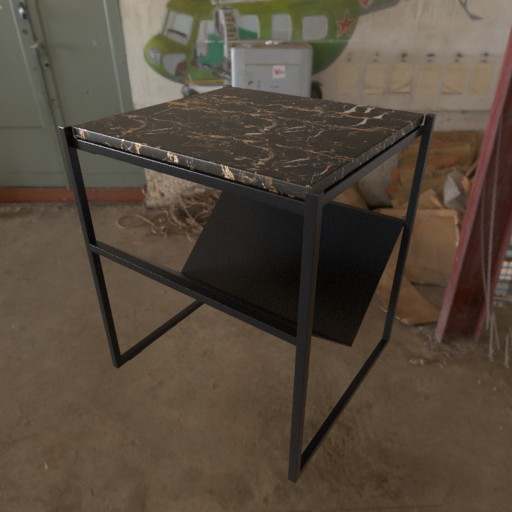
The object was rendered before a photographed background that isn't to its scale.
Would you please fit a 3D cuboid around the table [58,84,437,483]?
[{"bbox_3d":[0.000,0.000,0.879,0.469,0.534,0.432,20,37,30],"label":"table"}]
